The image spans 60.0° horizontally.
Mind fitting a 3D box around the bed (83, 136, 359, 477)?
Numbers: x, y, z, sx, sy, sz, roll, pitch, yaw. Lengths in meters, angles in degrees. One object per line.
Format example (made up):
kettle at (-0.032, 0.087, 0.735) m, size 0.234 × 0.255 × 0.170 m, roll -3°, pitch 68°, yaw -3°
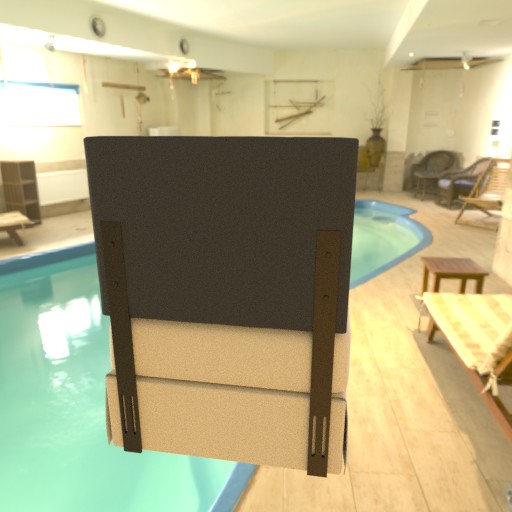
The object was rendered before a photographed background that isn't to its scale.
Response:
bed at (0.000, 0.000, 2.903) m, size 1.261 × 1.571 × 1.997 m, roll 3°, pitch 17°, yaw 9°
